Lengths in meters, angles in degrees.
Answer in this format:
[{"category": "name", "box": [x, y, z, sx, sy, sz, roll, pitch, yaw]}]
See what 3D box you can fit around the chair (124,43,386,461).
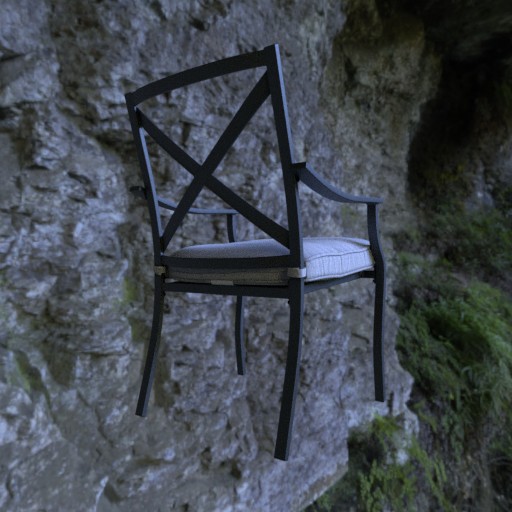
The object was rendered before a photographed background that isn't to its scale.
[{"category": "chair", "box": [0.000, 0.000, 1.283, 0.575, 0.889, 0.620, 0, 0, 35]}]
